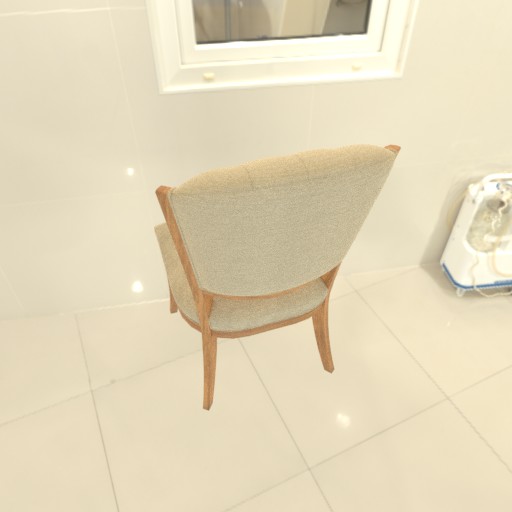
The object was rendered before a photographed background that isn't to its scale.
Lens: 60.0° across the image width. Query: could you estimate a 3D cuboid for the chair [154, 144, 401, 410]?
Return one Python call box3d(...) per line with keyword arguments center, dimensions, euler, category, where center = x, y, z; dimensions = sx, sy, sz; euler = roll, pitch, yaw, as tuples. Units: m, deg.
box3d(center=(0.000, 0.000, 1.256), dimensions=(0.513, 0.905, 0.584), euler=(-13, 44, -13), category="chair")
